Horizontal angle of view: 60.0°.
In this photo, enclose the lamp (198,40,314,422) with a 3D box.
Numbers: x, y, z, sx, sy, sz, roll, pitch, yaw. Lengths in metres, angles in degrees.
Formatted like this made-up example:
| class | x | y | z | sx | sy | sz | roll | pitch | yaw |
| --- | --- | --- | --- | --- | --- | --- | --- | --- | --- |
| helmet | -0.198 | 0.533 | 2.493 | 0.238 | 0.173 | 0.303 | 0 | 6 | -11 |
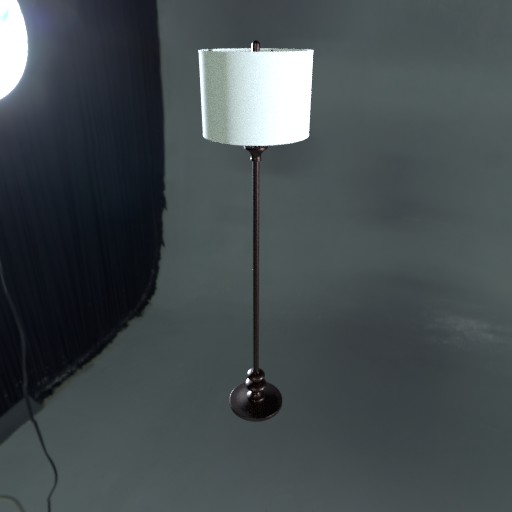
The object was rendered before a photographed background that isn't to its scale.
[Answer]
| class | x | y | z | sx | sy | sz | roll | pitch | yaw |
| --- | --- | --- | --- | --- | --- | --- | --- | --- | --- |
| lamp | 0.000 | 0.000 | 1.700 | 0.356 | 1.487 | 0.356 | 8 | 28 | 16 |
